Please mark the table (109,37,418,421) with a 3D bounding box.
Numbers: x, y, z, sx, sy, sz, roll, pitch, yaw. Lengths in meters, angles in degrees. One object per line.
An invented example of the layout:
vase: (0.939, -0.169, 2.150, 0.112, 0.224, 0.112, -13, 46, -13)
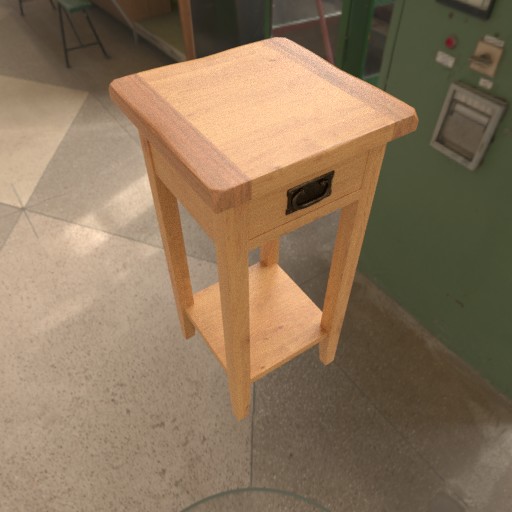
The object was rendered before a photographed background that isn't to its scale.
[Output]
table: (0.000, 0.000, 0.971, 0.360, 0.740, 0.360, -26, 52, -22)
